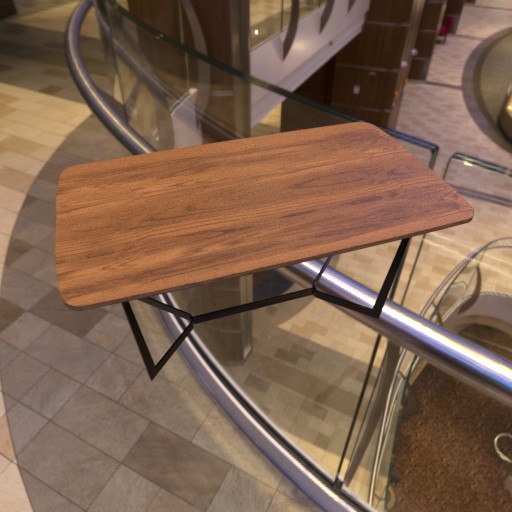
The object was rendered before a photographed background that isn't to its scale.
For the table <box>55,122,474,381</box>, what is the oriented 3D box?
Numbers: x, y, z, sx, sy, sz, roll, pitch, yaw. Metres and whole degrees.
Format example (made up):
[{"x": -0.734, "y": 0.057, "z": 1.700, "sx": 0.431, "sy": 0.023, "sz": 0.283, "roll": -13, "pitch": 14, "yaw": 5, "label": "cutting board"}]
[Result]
[{"x": 0.000, "y": 0.000, "z": 2.169, "sx": 1.643, "sy": 0.765, "sz": 0.949, "roll": -12, "pitch": 43, "yaw": -14, "label": "table"}]
